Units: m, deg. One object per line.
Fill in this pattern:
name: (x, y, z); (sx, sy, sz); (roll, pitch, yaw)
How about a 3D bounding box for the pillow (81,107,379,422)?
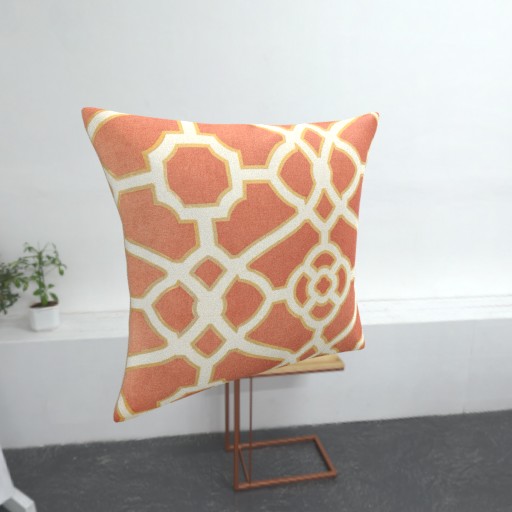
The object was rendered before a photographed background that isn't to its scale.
pillow: (0.000, 0.000, 0.809); (0.552, 0.508, 0.166); (-9, 18, -27)
